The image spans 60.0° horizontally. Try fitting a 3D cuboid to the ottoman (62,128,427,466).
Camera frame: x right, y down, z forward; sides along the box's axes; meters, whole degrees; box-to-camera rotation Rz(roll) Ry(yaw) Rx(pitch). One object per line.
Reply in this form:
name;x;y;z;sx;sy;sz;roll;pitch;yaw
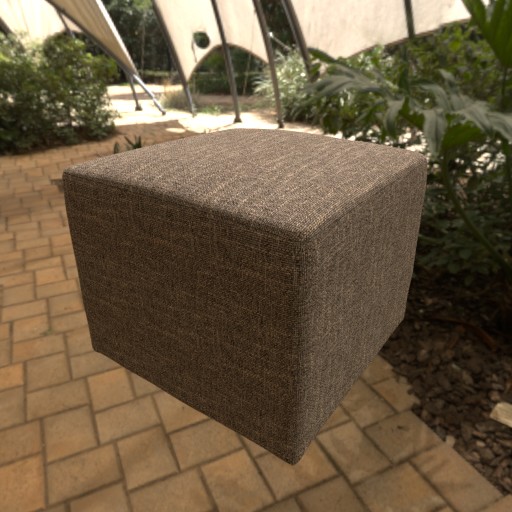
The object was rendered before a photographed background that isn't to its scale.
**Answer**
ottoman;0.000;0.000;0.914;0.512;0.453;0.521;17;31;32
